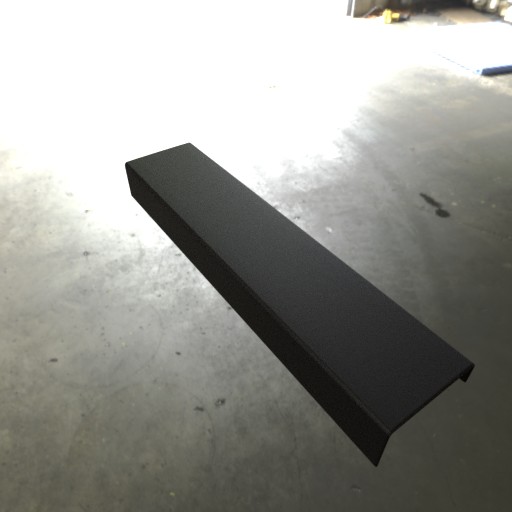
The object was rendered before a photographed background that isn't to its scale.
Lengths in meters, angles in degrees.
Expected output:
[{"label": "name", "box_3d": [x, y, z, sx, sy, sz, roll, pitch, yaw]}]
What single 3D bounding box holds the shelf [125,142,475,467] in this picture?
[{"label": "shelf", "box_3d": [0.000, 0.000, 0.482, 0.102, 0.053, 0.456, -25, 48, -26]}]
